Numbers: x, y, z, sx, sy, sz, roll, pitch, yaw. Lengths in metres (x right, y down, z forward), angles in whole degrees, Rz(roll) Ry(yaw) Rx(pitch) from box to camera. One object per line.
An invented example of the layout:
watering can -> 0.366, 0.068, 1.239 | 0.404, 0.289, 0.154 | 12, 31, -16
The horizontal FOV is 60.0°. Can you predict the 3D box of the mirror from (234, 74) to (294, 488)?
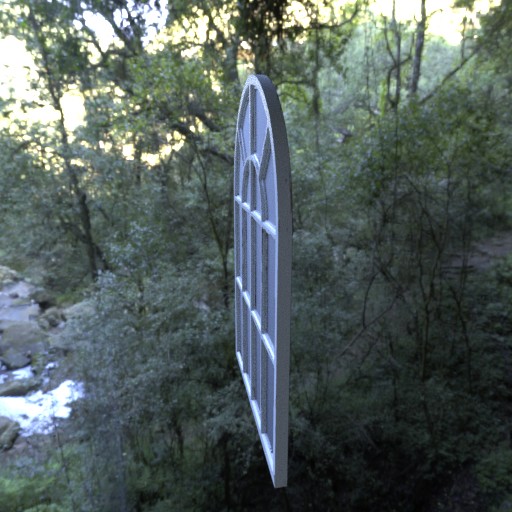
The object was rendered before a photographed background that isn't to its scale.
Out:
mirror -> 0.000, 0.000, 1.209 | 0.032, 0.920, 0.660 | -3, 15, -10
